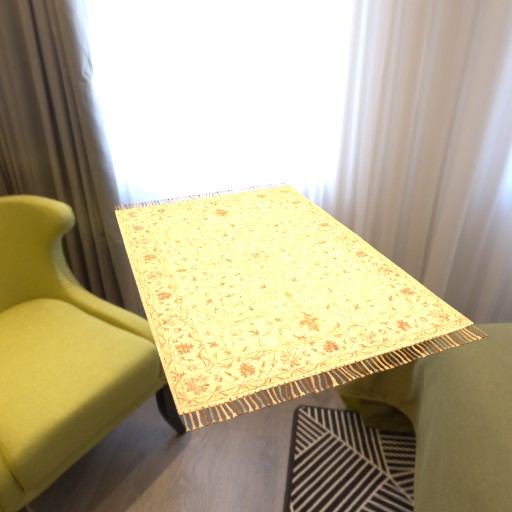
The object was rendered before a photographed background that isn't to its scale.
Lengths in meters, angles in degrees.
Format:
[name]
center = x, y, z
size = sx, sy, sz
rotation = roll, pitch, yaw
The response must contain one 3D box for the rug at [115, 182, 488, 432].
[rug]
center = 0.000, 0.000, 2.274
size = 1.218, 0.017, 1.861
rotation = -11, 31, -19
